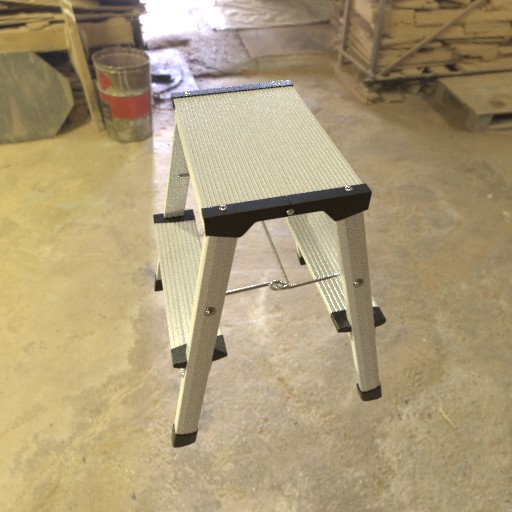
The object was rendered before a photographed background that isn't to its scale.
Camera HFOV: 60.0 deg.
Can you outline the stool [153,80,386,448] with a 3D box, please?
[{"bbox_3d":[0.000,0.000,0.792,0.405,0.480,0.404,-10,45,-10],"label":"stool"}]
